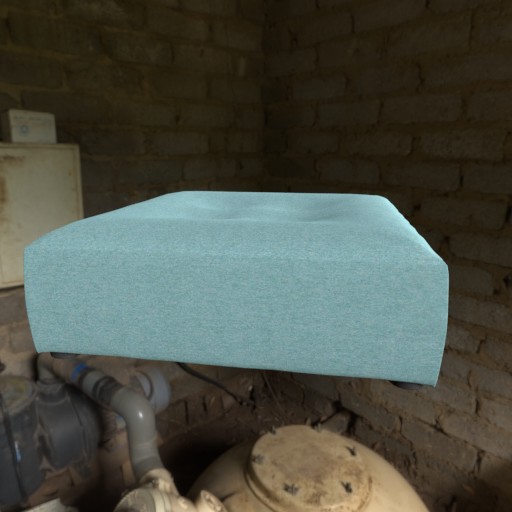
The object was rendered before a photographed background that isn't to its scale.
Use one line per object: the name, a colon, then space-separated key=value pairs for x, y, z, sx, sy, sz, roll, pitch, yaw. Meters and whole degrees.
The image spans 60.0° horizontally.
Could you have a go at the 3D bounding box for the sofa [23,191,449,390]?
sofa: x=0.000 y=0.000 z=1.396 sx=0.930 sy=0.330 sz=0.930 roll=2 pitch=14 yaw=10
